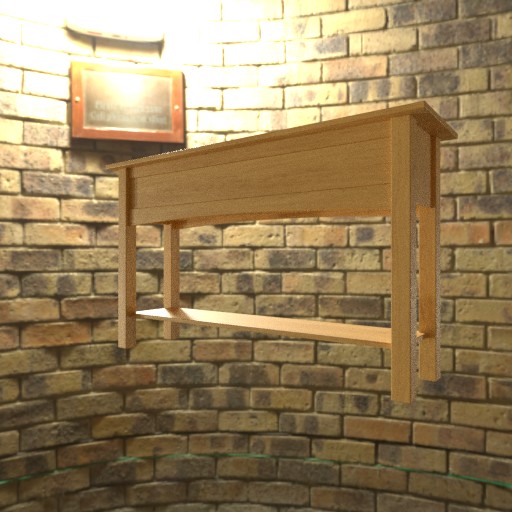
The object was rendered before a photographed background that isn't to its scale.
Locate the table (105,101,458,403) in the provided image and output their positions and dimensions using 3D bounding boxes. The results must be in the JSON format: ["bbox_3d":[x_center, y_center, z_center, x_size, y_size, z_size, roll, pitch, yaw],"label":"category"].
[{"bbox_3d":[0.000,0.000,1.549,1.240,0.730,0.350,0,0,36],"label":"table"}]
